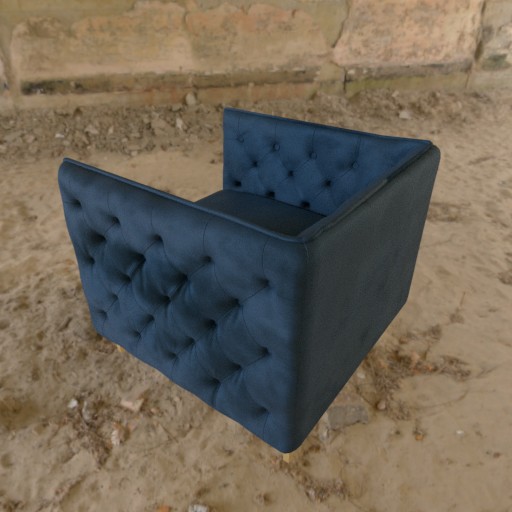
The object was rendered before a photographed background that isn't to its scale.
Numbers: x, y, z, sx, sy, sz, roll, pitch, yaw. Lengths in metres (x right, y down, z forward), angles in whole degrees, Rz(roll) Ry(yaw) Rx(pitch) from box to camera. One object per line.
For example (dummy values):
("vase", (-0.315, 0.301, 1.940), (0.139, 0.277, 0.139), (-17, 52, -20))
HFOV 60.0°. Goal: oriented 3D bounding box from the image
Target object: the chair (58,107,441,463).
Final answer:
("chair", (0.000, 0.000, 1.527), (0.877, 0.771, 0.868), (22, 38, 30))
